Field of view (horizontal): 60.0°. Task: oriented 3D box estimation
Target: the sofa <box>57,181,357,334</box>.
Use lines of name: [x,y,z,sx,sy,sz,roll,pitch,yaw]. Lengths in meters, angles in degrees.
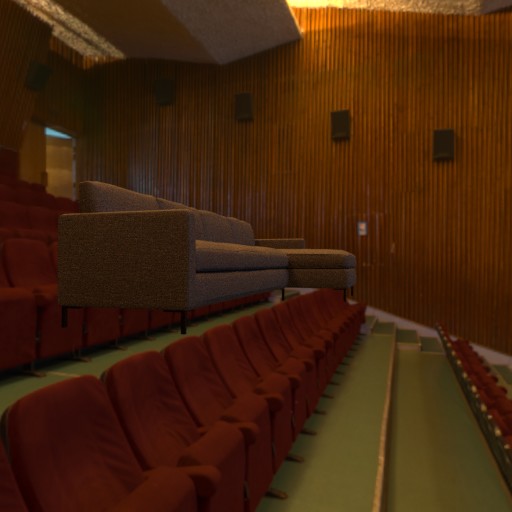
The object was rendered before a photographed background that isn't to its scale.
sofa: [0.000,0.000,3.903,1.483,0.892,3.221,0,-1,18]
